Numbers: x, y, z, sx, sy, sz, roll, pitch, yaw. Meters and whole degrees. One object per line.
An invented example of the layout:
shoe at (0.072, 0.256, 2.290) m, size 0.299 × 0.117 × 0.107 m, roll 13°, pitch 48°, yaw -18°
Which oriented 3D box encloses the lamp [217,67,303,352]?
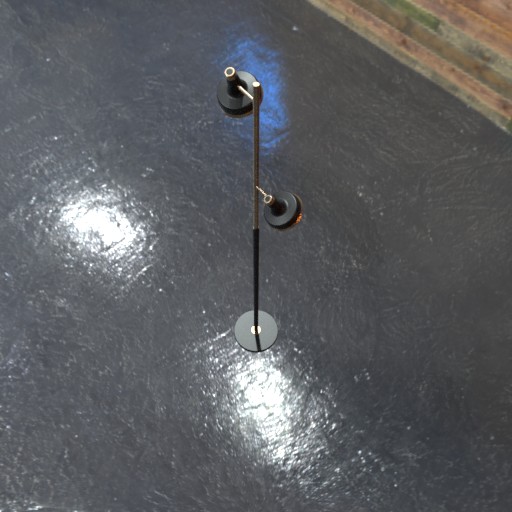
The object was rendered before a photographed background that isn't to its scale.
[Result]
lamp at (0.000, 0.000, 1.834) m, size 0.253 × 1.674 × 0.351 m, roll -33°, pitch 64°, yaw -18°
